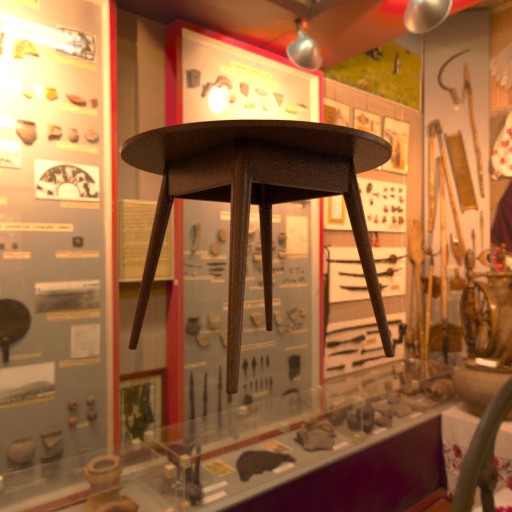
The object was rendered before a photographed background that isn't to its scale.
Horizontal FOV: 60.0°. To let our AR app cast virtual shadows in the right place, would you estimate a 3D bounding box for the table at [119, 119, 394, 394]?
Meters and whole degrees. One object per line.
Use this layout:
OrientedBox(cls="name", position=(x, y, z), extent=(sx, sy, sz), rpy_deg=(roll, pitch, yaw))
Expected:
OrientedBox(cls="table", position=(0.000, 0.000, 1.790), extent=(1.053, 0.786, 1.053), rpy_deg=(0, 0, 0))
